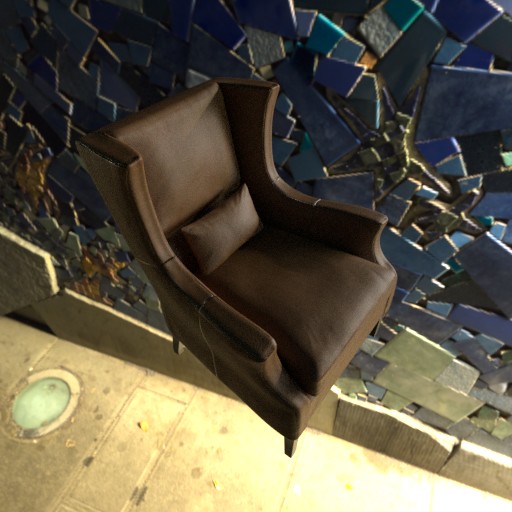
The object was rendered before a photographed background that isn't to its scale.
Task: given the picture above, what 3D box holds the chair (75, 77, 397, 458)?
[{"bbox_3d":[0.000,0.000,1.688,0.925,1.016,0.852,27,48,26],"label":"chair"}]
